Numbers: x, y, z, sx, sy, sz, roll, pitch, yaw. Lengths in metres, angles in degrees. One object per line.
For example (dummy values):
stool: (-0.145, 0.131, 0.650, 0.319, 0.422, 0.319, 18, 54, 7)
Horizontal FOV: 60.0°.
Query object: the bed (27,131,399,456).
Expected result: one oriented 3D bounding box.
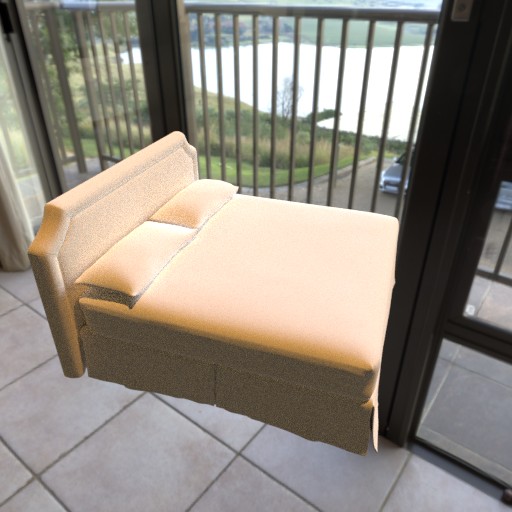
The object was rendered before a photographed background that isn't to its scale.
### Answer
bed: (0.000, 0.000, 3.433, 2.204, 1.301, 2.160, 10, 33, 16)
